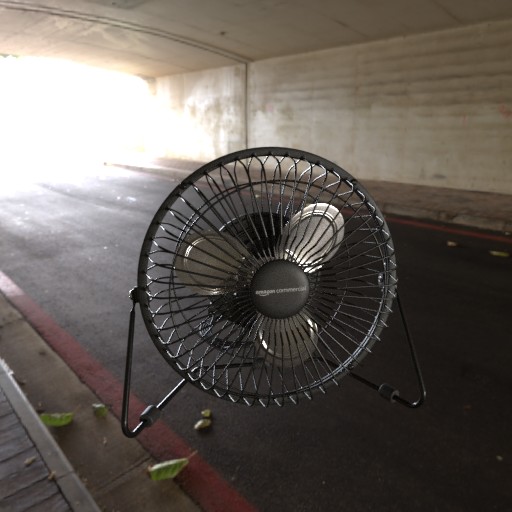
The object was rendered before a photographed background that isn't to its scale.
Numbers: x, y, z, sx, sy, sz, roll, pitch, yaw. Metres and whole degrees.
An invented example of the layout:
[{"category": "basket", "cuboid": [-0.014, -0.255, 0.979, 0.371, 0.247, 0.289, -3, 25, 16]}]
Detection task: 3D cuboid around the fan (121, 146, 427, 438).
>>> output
[{"category": "fan", "cuboid": [0.000, 0.000, 0.380, 0.209, 0.188, 0.227, -3, 17, -9]}]
